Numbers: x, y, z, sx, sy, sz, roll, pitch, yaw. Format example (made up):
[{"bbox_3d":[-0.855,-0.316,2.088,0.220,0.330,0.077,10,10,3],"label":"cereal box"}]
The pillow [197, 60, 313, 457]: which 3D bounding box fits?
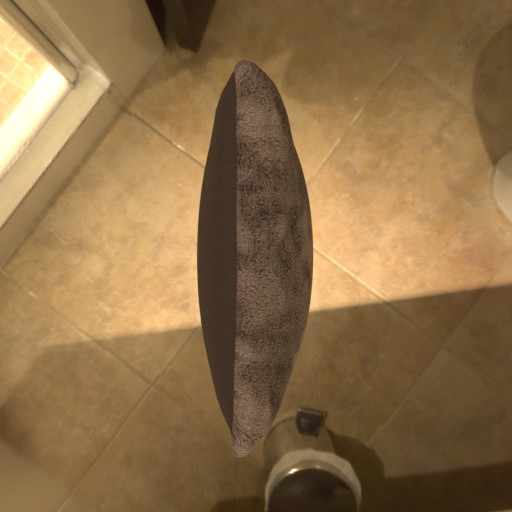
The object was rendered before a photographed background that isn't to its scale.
[{"bbox_3d":[0.000,0.000,0.811,0.204,0.520,0.522,0,89,1],"label":"pillow"}]
